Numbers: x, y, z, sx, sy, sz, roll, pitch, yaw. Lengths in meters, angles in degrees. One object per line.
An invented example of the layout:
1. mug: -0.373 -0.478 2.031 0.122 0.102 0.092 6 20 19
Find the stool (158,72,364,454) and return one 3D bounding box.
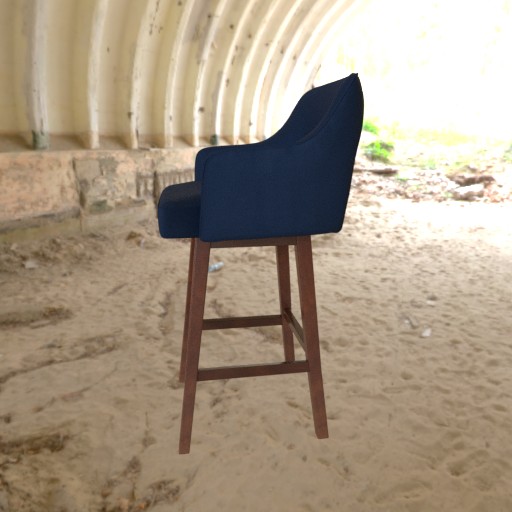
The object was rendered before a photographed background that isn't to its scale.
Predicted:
1. stool: 0.000 0.000 1.369 0.560 1.041 0.550 -2 15 -9
